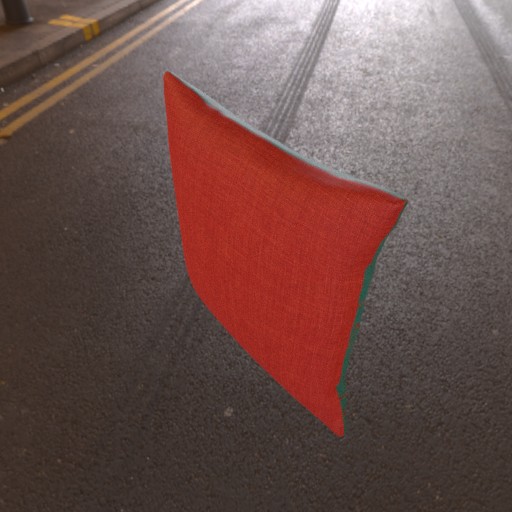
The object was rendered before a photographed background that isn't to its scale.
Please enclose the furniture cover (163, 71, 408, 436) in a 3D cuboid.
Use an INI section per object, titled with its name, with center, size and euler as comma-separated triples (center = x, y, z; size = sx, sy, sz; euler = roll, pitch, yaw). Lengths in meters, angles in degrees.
[furniture cover]
center = 0.000, 0.000, 0.784
size = 0.158, 0.508, 0.517
euler = -27, 48, -27
